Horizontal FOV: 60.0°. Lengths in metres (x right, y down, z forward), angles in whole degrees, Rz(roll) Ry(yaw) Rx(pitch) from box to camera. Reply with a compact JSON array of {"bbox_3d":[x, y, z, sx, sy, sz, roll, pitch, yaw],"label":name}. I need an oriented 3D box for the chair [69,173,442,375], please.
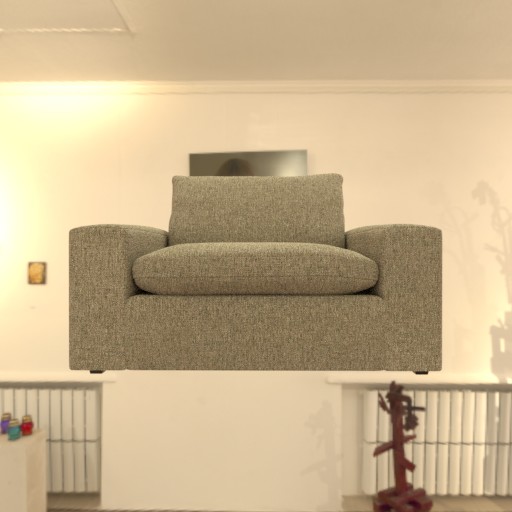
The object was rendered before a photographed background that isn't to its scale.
[{"bbox_3d":[0.000,0.000,2.097,1.398,0.915,1.039,0,0,1],"label":"chair"}]
